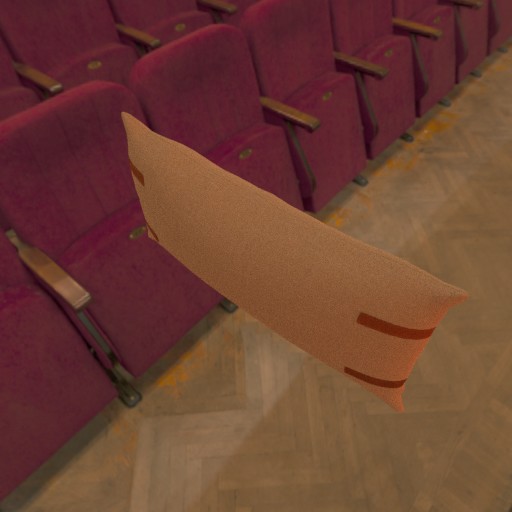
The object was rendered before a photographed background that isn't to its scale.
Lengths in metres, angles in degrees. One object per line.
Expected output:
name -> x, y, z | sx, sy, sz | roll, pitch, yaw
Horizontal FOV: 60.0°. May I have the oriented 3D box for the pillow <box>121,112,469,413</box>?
pillow -> 0.000, 0.000, 0.724 | 0.612, 0.308, 0.148 | 32, 56, 26
